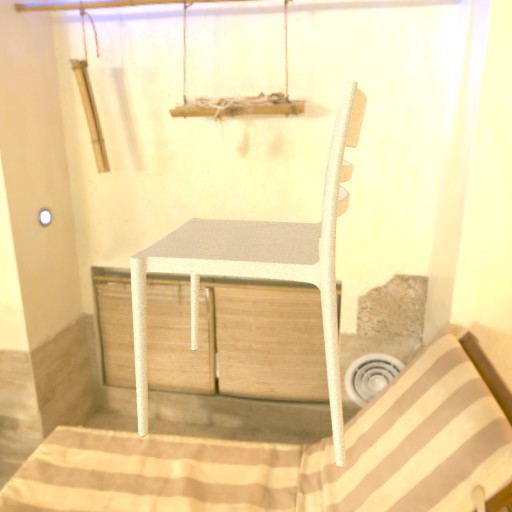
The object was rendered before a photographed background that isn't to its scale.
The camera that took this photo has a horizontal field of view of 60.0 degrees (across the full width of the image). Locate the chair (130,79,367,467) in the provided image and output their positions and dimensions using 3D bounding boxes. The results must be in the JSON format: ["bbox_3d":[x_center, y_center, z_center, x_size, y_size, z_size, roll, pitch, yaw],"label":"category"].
[{"bbox_3d":[0.000,0.000,1.151,0.511,0.800,0.531,2,16,8],"label":"chair"}]
